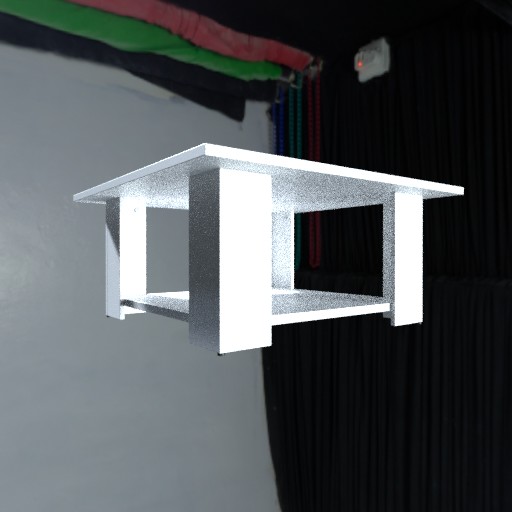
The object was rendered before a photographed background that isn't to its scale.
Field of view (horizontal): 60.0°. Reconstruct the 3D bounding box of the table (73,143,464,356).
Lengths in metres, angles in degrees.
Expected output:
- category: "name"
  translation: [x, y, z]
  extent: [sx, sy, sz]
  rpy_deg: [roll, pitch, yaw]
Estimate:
- category: "table"
  translation: [0.000, 0.000, 1.070]
  extent: [0.670, 0.305, 0.670]
  rpy_deg: [0, 0, -37]
